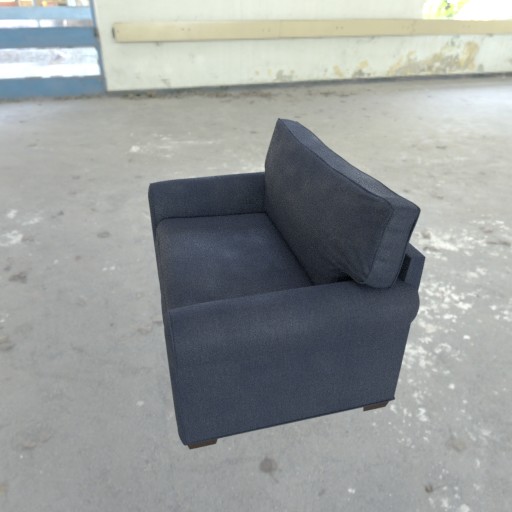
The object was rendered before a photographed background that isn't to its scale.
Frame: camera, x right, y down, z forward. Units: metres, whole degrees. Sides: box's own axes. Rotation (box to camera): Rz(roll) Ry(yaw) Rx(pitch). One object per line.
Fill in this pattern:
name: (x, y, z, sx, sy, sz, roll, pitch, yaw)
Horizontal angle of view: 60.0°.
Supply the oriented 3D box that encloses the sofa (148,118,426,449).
sofa: (0.000, 0.000, 2.125, 0.938, 1.004, 1.405, -7, 31, -12)
